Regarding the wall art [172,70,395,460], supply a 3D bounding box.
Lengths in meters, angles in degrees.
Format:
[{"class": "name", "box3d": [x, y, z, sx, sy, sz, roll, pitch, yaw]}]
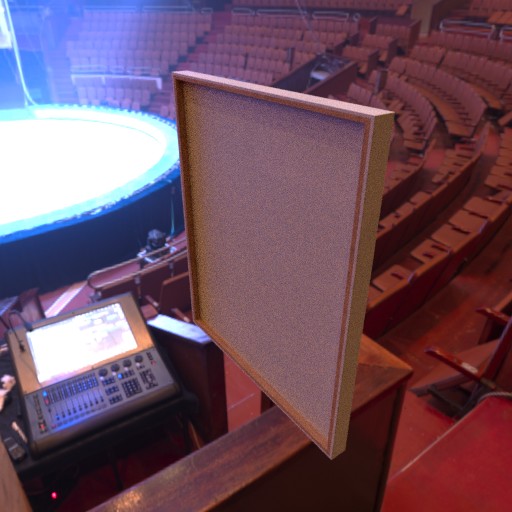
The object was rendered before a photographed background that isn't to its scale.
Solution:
[{"class": "wall art", "box3d": [0.000, 0.000, 0.842, 0.037, 0.606, 0.508, -20, 35, -31]}]
